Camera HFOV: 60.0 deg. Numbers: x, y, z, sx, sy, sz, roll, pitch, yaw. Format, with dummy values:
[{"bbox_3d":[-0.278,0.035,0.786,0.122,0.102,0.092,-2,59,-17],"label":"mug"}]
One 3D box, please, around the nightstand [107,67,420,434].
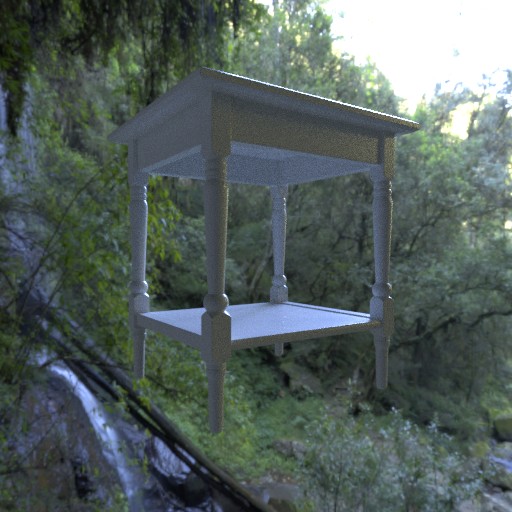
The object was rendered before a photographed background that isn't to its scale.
[{"bbox_3d":[0.000,0.000,0.961,0.505,0.555,0.459,-1,1,-34],"label":"nightstand"}]
